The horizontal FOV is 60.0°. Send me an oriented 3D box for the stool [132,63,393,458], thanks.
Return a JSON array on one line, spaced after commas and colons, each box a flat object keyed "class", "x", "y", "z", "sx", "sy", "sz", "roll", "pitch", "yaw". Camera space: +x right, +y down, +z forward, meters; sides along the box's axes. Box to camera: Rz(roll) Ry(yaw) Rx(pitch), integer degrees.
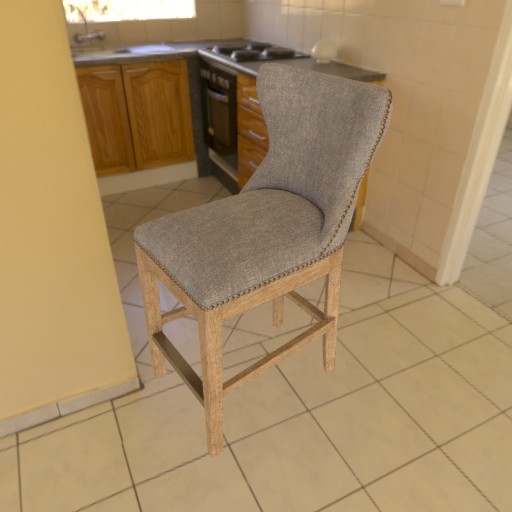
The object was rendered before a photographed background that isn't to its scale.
[{"class": "stool", "x": 0.000, "y": 0.000, "z": 1.326, "sx": 0.608, "sy": 0.981, "sz": 0.498, "roll": -21, "pitch": 38, "yaw": -30}]
